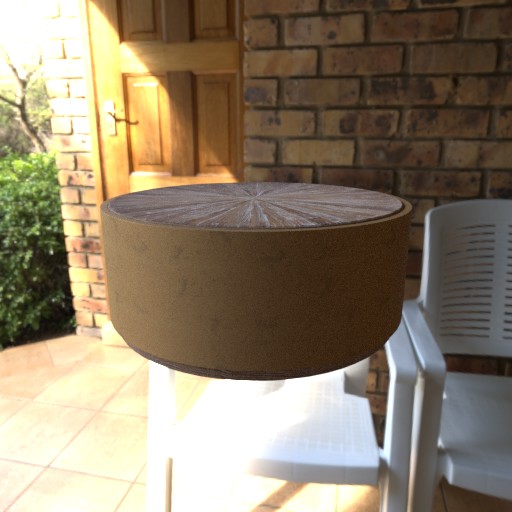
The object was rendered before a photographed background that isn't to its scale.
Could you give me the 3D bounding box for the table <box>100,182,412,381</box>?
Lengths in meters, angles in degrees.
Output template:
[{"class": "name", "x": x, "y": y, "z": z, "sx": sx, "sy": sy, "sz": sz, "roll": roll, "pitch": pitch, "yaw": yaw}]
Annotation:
[{"class": "table", "x": 0.000, "y": 0.000, "z": 1.552, "sx": 1.001, "sy": 0.409, "sz": 1.001, "roll": 0, "pitch": 16, "yaw": 0}]
